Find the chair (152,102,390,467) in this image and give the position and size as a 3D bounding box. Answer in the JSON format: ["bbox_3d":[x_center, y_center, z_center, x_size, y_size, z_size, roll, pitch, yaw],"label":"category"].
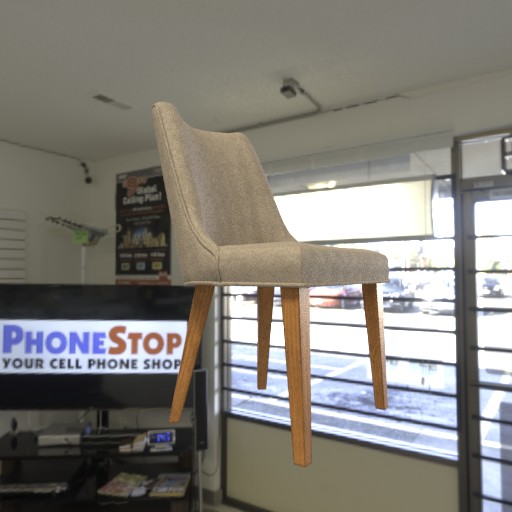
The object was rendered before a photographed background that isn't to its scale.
[{"bbox_3d":[0.000,0.000,1.331,0.636,0.916,0.548,-1,-2,36],"label":"chair"}]
